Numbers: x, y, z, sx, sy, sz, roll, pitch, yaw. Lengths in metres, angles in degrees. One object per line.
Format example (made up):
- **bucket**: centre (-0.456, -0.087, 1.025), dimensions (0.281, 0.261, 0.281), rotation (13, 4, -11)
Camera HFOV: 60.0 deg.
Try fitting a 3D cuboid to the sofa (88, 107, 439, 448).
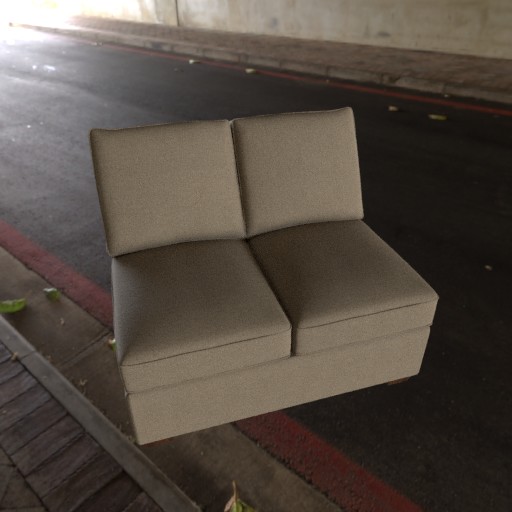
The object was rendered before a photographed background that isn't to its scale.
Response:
- **sofa**: centre (0.000, 0.000, 1.925), dimensions (1.232, 1.006, 0.978), rotation (-9, 34, -14)
